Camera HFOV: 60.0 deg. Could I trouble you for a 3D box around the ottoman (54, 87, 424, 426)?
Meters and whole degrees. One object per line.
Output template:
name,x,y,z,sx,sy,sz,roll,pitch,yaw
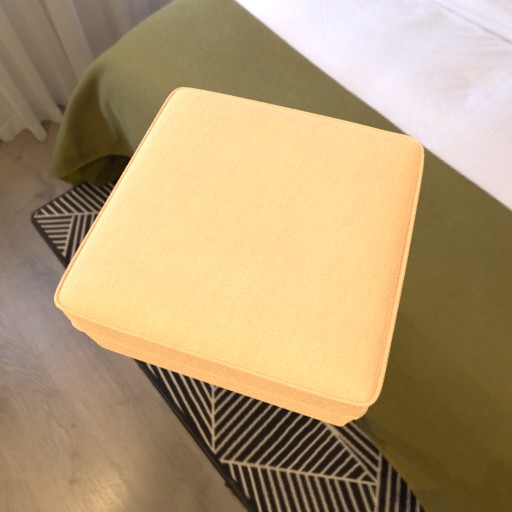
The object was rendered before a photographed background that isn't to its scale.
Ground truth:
ottoman,0.000,0.000,1.042,0.613,0.438,0.616,16,63,8
